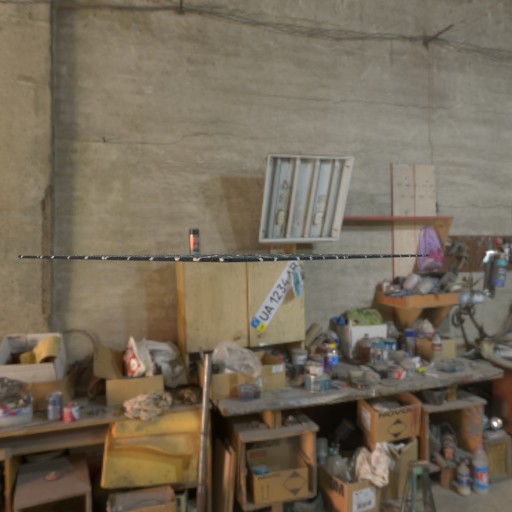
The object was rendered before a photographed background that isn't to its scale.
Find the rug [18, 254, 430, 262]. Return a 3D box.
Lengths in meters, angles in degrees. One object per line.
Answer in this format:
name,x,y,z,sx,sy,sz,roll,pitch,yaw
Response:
rug,0.000,0.000,2.281,1.223,0.013,1.830,0,1,37
